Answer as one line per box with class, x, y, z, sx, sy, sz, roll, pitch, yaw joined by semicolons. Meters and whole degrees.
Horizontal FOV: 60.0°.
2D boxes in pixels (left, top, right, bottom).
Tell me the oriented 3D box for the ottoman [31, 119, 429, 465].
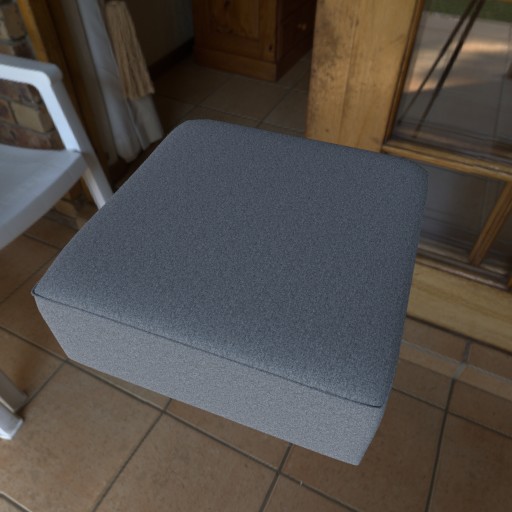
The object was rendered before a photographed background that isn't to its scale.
ottoman;0.000;0.000;1.559;1.015;0.464;1.005;15;49;14
